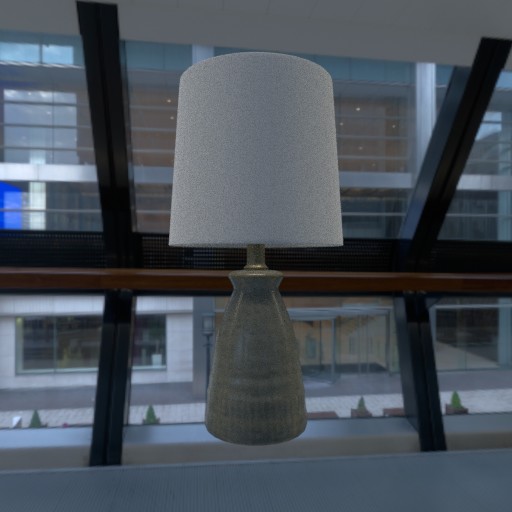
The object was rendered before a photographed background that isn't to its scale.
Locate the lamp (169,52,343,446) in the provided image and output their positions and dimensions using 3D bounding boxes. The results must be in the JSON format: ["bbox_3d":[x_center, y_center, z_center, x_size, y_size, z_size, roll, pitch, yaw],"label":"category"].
[{"bbox_3d":[0.000,0.000,0.483,0.186,0.369,0.186,0,0,0],"label":"lamp"}]
